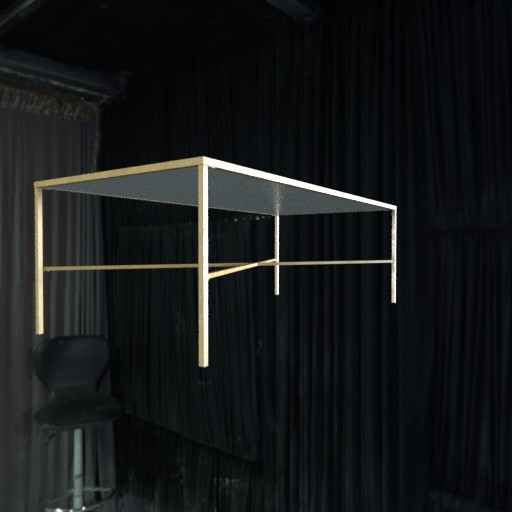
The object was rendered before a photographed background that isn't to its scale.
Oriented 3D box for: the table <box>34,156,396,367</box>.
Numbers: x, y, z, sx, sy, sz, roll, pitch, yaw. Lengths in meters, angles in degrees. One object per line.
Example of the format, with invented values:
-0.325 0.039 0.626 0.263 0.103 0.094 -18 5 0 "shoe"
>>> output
0.000 0.000 1.495 0.580 0.398 1.206 1 1 34 "table"
